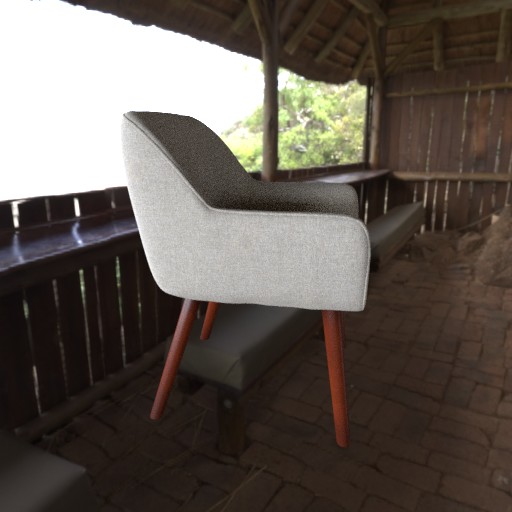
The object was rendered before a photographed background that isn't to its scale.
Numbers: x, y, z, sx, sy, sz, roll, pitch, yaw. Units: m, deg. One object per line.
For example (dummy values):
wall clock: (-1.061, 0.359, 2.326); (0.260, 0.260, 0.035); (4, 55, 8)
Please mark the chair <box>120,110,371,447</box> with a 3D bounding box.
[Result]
chair: (0.000, 0.000, 1.308); (0.610, 0.813, 0.610); (3, 16, 9)
